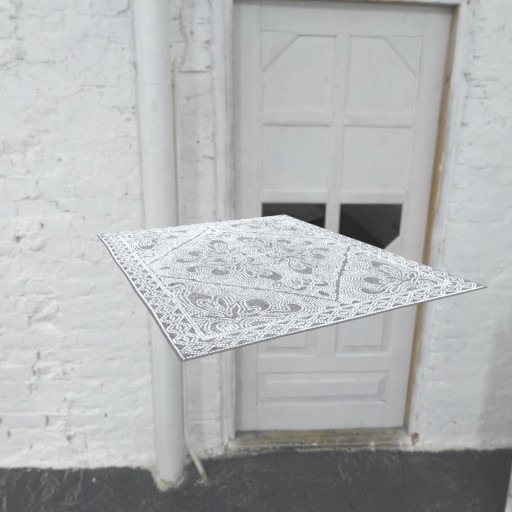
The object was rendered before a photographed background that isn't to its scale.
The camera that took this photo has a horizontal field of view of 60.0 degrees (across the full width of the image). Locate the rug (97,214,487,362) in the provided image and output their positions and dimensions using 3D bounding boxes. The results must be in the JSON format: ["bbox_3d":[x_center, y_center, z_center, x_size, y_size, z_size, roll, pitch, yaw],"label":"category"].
[{"bbox_3d":[0.000,0.000,4.136,2.438,0.012,3.048,-8,19,-25],"label":"rug"}]
